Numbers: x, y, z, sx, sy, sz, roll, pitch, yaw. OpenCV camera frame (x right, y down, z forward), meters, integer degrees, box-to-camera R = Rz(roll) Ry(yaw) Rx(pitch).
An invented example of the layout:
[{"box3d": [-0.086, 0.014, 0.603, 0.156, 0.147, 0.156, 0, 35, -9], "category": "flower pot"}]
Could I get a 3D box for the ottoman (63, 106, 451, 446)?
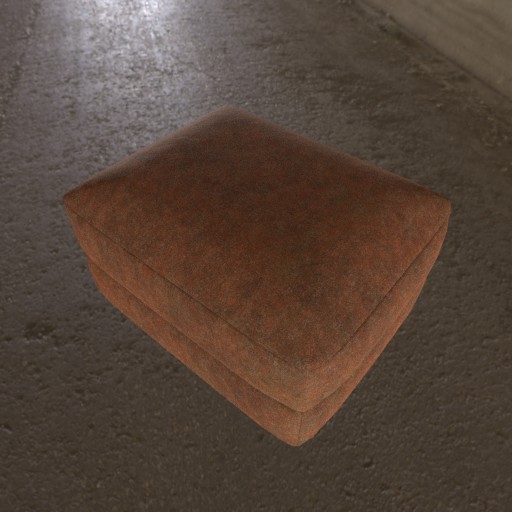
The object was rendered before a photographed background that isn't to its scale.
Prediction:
[{"box3d": [0.000, 0.000, 1.172, 0.787, 0.508, 0.635, 31, 54, 26], "category": "ottoman"}]
